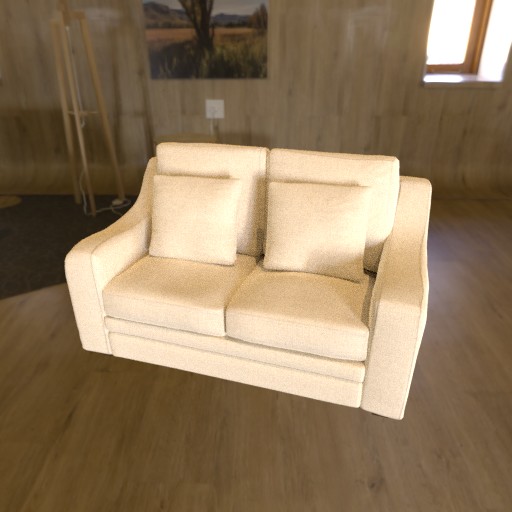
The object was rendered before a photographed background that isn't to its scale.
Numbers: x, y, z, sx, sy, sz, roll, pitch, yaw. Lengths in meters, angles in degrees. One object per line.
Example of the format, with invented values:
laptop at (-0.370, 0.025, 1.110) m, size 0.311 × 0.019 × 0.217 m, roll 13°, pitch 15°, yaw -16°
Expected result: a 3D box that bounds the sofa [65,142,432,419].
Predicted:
sofa at (0.000, 0.000, 2.396) m, size 1.744 × 1.047 × 1.040 m, roll 8°, pitch 28°, yaw 15°
